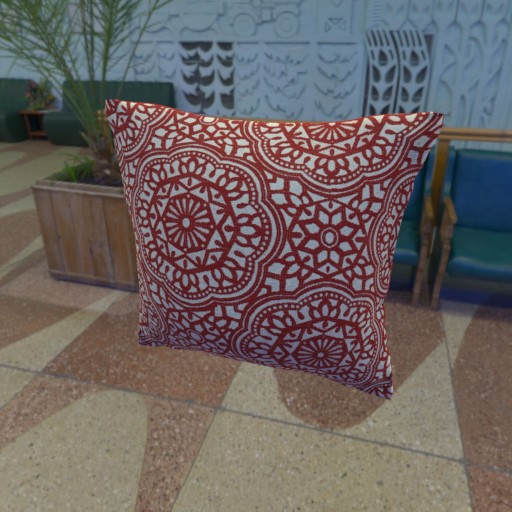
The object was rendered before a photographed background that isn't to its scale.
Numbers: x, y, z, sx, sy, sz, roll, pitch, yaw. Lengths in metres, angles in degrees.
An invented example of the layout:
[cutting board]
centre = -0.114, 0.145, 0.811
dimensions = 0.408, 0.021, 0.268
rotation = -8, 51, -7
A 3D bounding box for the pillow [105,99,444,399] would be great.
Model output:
[pillow]
centre = 0.000, 0.000, 0.642
dimensions = 0.438, 0.419, 0.162
rotation = 8, 27, 16
